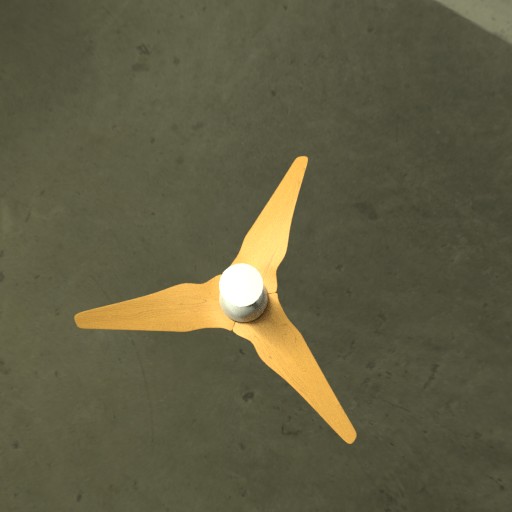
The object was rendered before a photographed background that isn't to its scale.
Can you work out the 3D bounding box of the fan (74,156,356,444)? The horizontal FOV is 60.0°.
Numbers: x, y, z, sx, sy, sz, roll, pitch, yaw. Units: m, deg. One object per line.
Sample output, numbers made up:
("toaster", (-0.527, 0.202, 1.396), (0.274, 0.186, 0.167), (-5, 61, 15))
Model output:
("fan", (0.000, 0.000, 1.660), (1.142, 0.355, 1.010), (20, 76, 5))
